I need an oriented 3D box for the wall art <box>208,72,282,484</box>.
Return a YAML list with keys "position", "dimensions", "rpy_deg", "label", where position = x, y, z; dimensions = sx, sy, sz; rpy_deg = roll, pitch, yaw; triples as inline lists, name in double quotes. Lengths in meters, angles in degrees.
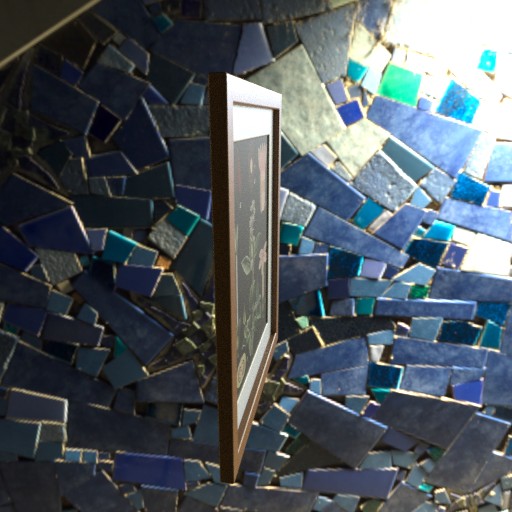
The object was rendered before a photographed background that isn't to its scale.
- position: [0.000, 0.000, 0.767]
  dimensions: [0.021, 0.550, 0.449]
  rpy_deg: [3, 17, 10]
  label: "wall art"
